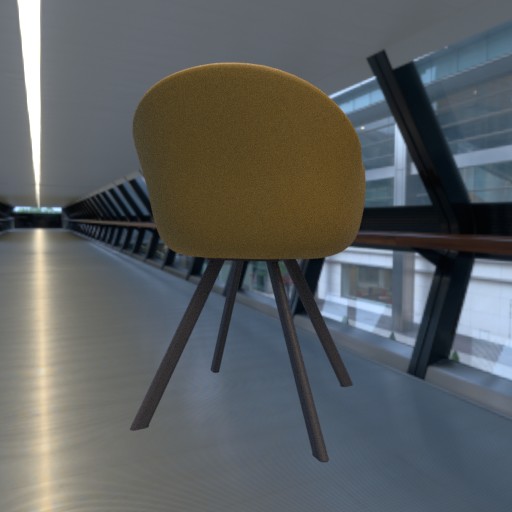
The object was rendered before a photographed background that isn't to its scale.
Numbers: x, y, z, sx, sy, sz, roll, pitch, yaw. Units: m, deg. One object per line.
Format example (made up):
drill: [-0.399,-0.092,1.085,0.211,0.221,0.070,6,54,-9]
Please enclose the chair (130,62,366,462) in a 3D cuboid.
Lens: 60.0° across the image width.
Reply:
chair: [0.000,0.000,1.168,0.551,0.793,0.583,1,4,18]
